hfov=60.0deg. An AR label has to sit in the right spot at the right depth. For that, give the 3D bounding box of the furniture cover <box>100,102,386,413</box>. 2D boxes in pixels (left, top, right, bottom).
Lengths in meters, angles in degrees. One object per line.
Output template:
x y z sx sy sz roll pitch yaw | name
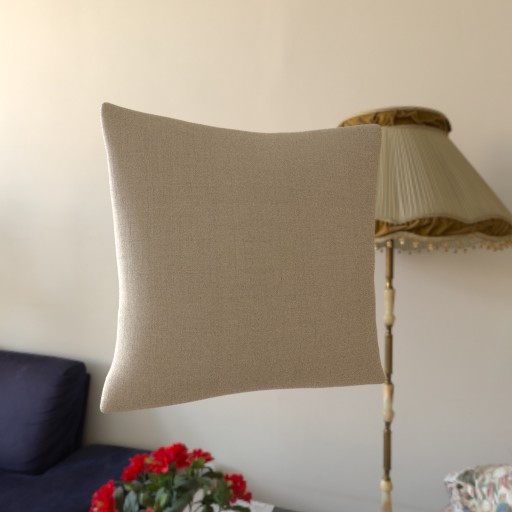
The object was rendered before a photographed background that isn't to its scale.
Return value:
0.000 0.000 0.653 0.435 0.420 0.145 0 1 -17 | furniture cover
